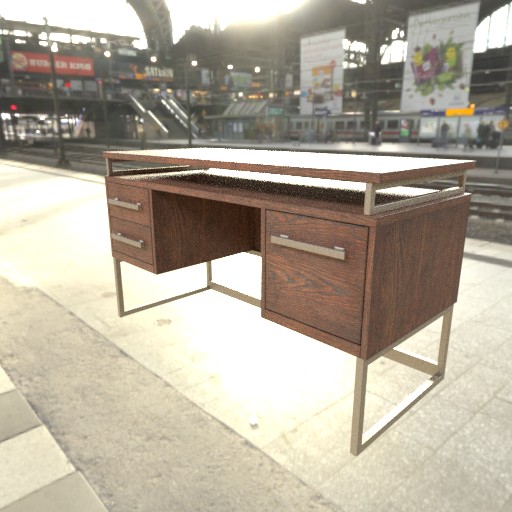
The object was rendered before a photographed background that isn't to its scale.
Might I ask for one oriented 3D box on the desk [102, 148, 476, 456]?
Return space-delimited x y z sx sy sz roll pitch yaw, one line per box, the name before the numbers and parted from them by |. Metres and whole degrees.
desk | 0.000 0.000 1.793 0.610 0.792 1.384 -15 22 -42
